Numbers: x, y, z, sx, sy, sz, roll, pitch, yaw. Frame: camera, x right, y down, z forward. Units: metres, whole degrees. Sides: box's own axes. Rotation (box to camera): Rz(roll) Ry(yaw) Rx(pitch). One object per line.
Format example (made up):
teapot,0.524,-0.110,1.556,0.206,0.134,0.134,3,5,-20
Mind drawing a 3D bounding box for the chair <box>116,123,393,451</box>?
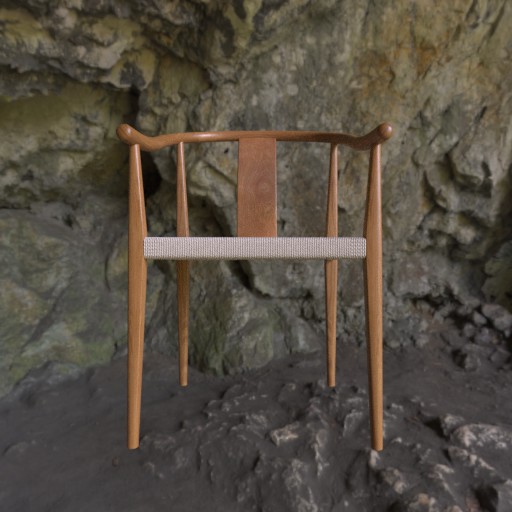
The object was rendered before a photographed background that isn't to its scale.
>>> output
chair,0.000,0.000,1.174,0.556,0.800,0.579,0,1,1
